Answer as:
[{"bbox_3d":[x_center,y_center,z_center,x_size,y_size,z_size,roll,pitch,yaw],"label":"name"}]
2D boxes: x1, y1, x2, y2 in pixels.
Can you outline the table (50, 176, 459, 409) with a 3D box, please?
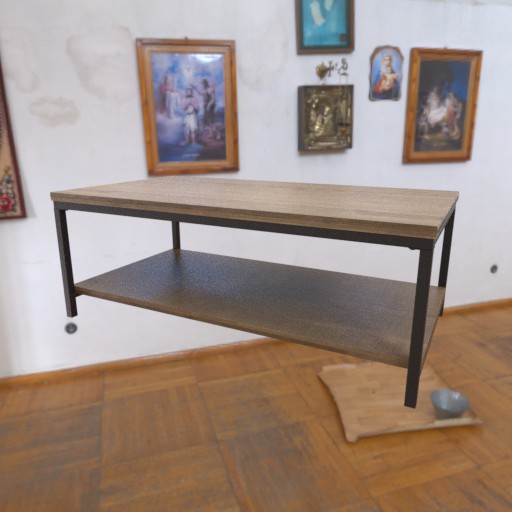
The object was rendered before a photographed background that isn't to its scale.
[{"bbox_3d":[0.000,0.000,1.359,1.062,0.393,0.574,8,17,26],"label":"table"}]
